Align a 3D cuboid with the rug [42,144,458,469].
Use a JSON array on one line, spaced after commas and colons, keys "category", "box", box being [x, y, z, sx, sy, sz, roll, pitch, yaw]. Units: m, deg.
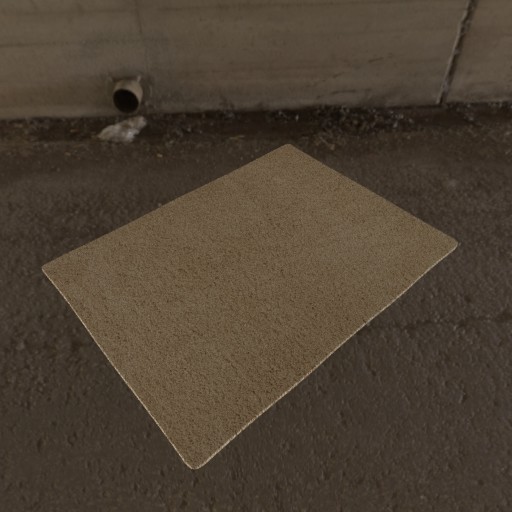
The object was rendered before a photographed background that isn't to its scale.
[{"category": "rug", "box": [0.000, 0.000, 2.110, 1.600, 0.025, 1.199, -32, 54, -27]}]
